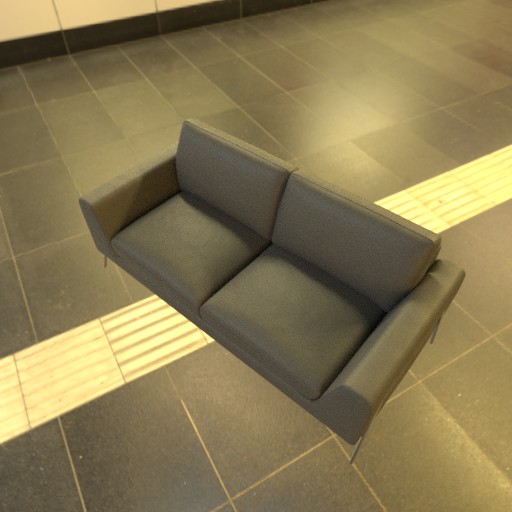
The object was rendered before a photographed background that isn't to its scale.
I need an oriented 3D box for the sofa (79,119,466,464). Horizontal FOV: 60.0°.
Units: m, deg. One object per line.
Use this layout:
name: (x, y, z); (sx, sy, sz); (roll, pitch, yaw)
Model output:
sofa: (0.000, 0.000, 2.553); (2.017, 0.875, 0.953); (32, 54, 26)
